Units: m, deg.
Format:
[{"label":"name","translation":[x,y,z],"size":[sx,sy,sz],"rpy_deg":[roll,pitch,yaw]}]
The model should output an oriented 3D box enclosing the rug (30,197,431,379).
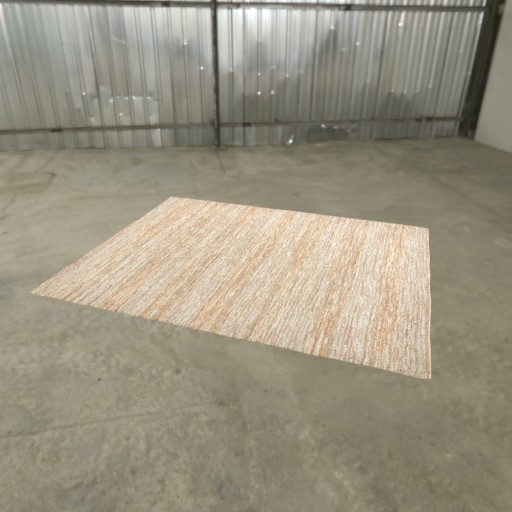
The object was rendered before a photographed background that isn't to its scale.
[{"label":"rug","translation":[0.000,0.000,3.953],"size":[2.939,0.009,2.313],"rpy_deg":[9,29,17]}]
